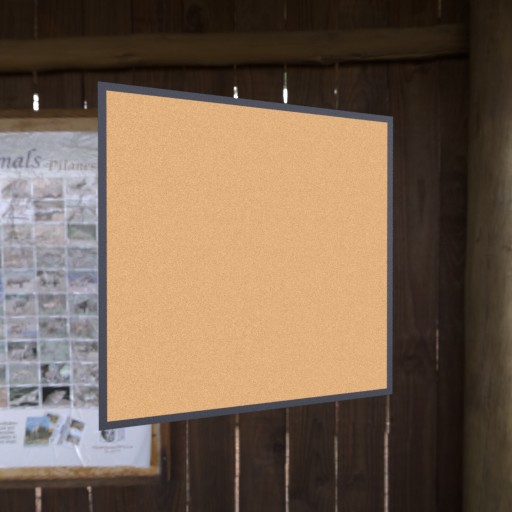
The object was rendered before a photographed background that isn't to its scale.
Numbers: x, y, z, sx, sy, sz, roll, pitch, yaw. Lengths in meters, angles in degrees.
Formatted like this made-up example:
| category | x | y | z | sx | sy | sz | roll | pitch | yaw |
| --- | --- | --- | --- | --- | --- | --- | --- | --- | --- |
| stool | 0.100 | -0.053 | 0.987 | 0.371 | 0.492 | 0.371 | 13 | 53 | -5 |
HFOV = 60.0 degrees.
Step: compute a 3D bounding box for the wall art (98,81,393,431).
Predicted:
| category | x | y | z | sx | sy | sz | roll | pitch | yaw |
| --- | --- | --- | --- | --- | --- | --- | --- | --- | --- |
| wall art | 0.000 | 0.000 | 0.454 | 0.304 | 0.304 | 0.038 | 0 | 0 | -19 |
